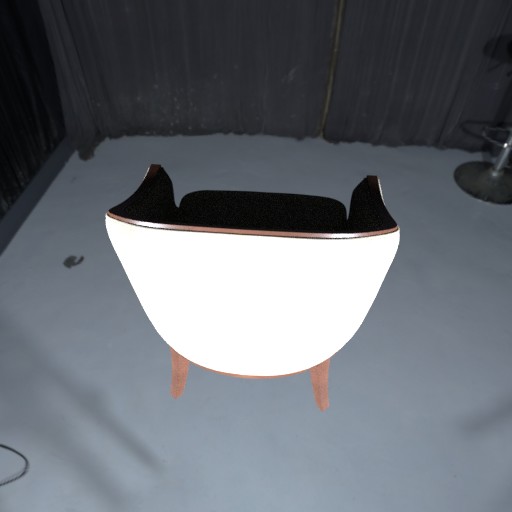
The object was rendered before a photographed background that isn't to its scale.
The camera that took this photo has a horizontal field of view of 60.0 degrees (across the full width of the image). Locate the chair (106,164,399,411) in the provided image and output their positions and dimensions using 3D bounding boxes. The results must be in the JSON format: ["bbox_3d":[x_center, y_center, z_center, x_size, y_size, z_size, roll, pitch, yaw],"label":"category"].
[{"bbox_3d":[0.000,0.000,1.455,0.803,0.876,0.735,4,46,4],"label":"chair"}]
